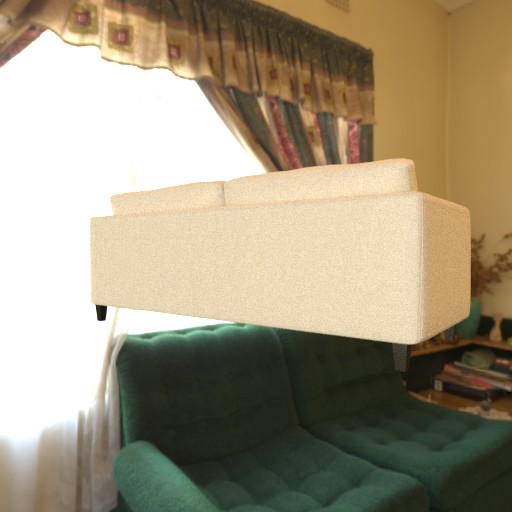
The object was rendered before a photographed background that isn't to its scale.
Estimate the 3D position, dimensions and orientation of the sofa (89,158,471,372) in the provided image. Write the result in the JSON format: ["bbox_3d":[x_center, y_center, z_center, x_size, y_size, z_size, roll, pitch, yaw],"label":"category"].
[{"bbox_3d":[0.000,0.000,2.911,2.434,0.965,0.948,1,1,37],"label":"sofa"}]
